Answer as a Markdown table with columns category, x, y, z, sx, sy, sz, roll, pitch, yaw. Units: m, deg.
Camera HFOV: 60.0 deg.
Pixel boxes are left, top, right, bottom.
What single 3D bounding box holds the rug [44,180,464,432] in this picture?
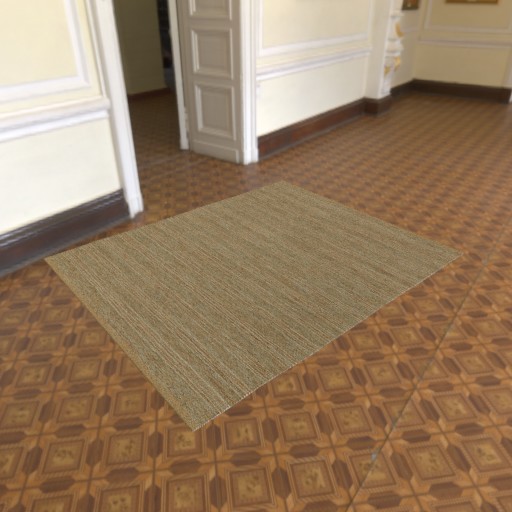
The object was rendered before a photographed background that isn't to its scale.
| category | x | y | z | sx | sy | sz | roll | pitch | yaw |
| --- | --- | --- | --- | --- | --- | --- | --- | --- | --- |
| rug | 0.000 | 0.000 | 4.112 | 3.034 | 0.012 | 2.471 | -24 | 38 | -34 |
